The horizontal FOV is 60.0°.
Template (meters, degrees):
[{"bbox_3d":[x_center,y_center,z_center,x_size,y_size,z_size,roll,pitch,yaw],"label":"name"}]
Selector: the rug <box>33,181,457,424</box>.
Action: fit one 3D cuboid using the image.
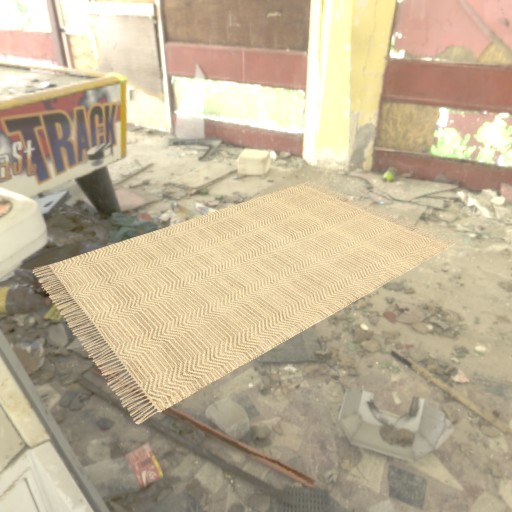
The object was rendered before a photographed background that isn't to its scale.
[{"bbox_3d":[0.000,0.000,2.425,2.021,0.027,1.224,-22,38,-32],"label":"rug"}]
